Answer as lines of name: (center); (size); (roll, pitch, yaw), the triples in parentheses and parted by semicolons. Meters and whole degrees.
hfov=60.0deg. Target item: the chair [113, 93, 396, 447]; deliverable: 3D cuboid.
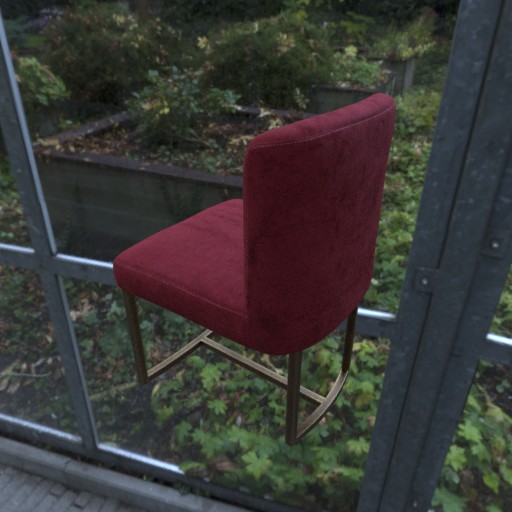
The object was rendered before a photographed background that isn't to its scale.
chair: (0.000, 0.000, 1.173); (0.560, 0.824, 0.530); (20, 35, 31)
